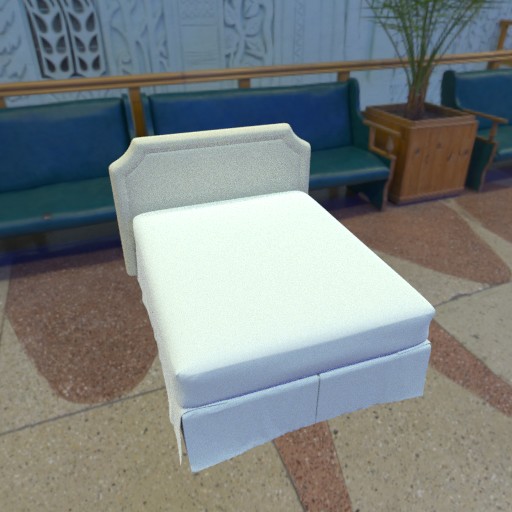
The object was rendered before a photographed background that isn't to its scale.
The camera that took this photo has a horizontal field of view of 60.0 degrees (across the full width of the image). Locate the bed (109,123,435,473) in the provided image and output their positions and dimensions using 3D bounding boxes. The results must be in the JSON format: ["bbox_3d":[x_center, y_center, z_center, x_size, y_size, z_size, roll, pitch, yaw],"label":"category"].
[{"bbox_3d":[0.000,0.000,3.275,1.827,1.296,2.209,-11,33,-17],"label":"bed"}]
